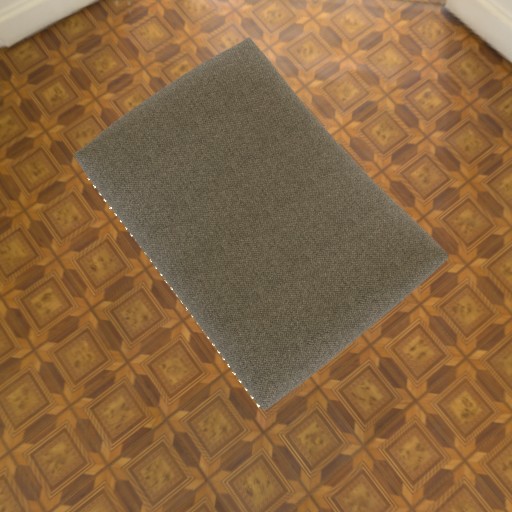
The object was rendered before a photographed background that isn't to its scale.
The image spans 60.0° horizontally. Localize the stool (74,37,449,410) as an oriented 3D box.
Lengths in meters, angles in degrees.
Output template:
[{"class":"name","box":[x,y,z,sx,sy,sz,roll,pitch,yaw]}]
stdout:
[{"class":"stool","box":[0.000,0.000,1.015,0.372,0.742,0.504,-37,79,-8]}]
